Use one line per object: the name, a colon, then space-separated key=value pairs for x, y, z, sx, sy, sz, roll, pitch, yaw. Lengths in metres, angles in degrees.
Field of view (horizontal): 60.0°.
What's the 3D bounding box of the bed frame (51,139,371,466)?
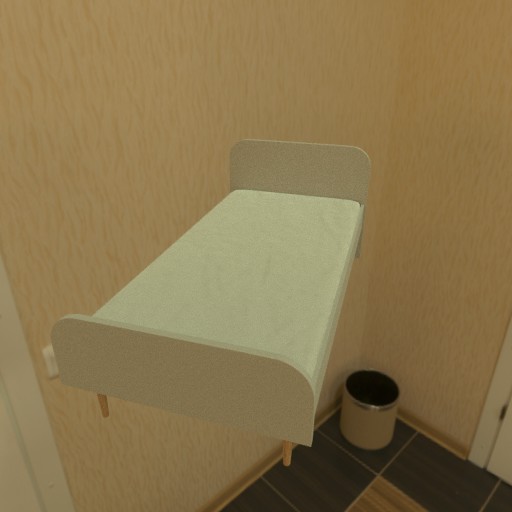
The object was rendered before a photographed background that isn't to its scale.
bed frame: x=0.000 y=0.000 z=2.381 sx=0.998 sy=0.805 sz=1.963 roll=8 pitch=28 yaw=15
